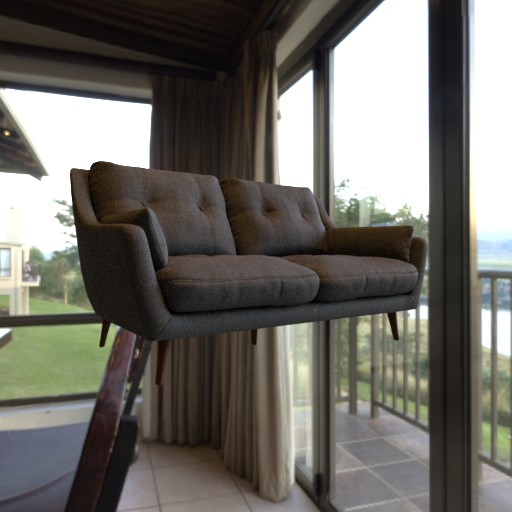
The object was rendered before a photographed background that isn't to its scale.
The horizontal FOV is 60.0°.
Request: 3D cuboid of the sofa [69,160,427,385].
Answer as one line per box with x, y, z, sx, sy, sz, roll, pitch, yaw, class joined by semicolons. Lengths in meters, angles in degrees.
0.000;0.000;2.200;1.646;0.887;0.976;0;0;-37;sofa
